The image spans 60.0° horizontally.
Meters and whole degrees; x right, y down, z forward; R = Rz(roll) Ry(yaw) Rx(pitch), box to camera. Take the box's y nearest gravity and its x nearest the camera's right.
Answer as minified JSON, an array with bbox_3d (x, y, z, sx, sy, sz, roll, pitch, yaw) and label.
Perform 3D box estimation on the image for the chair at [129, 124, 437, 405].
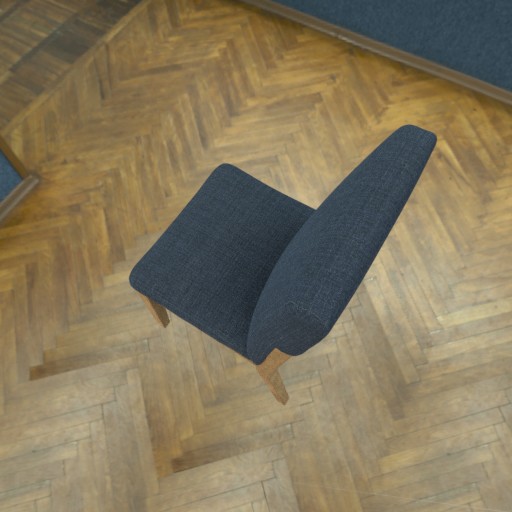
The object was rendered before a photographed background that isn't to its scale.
[{"bbox_3d":[0.000,0.000,1.258,0.586,0.911,0.507,29,67,14],"label":"chair"}]
